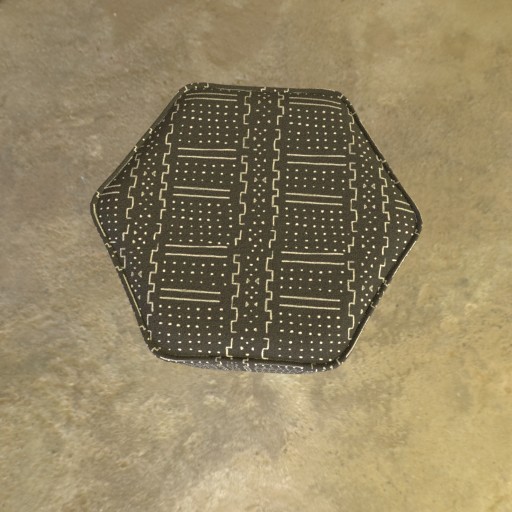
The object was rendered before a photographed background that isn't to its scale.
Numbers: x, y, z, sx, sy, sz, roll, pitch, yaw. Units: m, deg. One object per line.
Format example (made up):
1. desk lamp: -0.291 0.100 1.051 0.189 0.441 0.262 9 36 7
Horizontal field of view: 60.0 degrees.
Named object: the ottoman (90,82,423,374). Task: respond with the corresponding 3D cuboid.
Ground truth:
1. ottoman: 0.000 0.000 0.876 0.494 0.502 0.443 3 75 1
